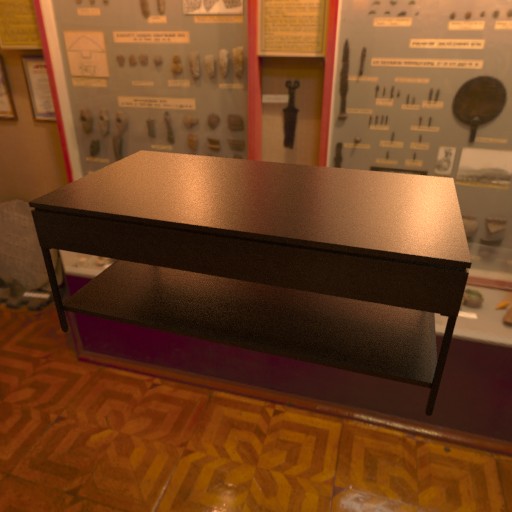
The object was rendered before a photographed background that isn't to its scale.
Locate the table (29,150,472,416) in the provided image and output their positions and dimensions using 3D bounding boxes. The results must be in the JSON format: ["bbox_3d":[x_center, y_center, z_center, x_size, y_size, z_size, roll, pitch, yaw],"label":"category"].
[{"bbox_3d":[0.000,0.000,1.379,1.095,0.435,0.574,9,29,16],"label":"table"}]
